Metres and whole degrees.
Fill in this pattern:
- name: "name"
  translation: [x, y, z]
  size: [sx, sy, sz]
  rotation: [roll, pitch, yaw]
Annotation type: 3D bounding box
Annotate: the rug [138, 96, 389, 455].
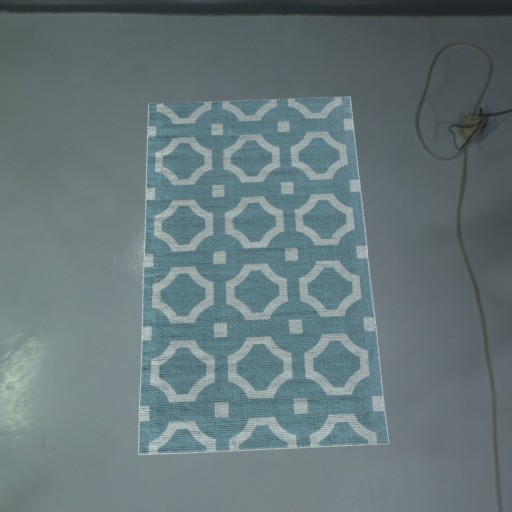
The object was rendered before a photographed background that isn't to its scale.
- name: "rug"
  translation: [0.000, 0.000, 3.015]
  size: [1.528, 0.015, 2.443]
  rotation: [-2, 74, -1]
